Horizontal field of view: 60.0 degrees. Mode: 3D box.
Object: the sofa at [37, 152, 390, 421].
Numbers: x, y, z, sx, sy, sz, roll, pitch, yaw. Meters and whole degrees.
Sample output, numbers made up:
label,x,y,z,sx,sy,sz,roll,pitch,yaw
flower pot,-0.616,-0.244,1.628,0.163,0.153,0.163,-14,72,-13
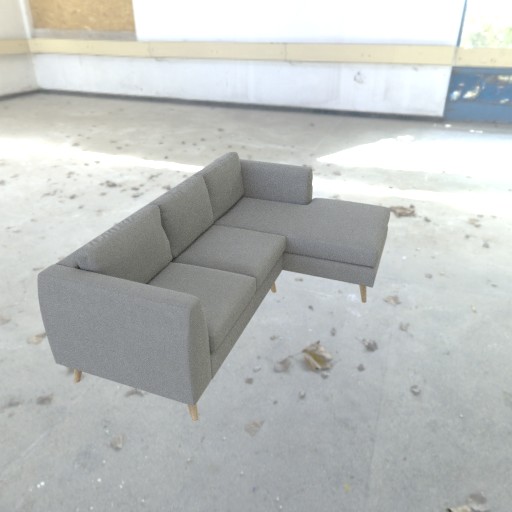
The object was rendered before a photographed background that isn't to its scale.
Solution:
label,x,y,z,sx,sy,sz,roll,pitch,yaw
sofa,0.000,0.000,3.066,1.580,0.860,2.300,10,31,18
